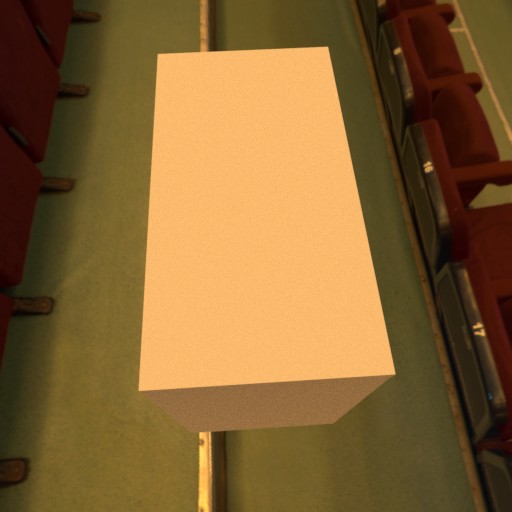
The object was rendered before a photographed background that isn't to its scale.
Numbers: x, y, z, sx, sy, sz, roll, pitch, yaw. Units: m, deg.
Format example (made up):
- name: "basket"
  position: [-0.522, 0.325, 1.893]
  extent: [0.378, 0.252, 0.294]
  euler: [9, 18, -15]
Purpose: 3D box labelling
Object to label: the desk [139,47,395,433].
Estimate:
- name: "desk"
  position: [0.000, 0.000, 1.336]
  extent: [0.482, 0.730, 0.898]
  euler: [-3, 63, -2]
